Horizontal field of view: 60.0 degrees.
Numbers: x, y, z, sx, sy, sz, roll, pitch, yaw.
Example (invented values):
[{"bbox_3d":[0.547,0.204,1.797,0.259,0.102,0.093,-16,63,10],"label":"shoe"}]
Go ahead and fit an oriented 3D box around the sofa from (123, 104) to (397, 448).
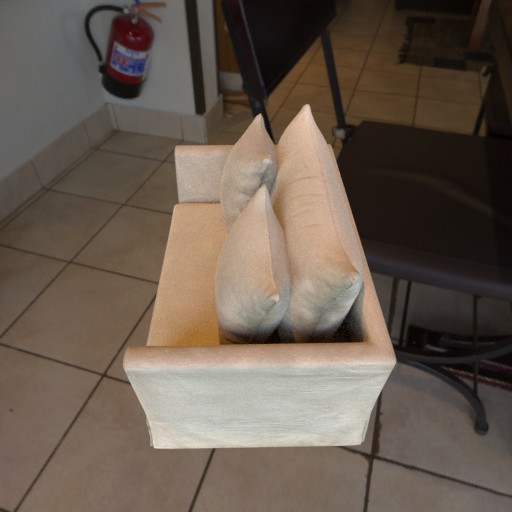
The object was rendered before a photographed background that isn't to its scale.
[{"bbox_3d":[0.000,0.000,2.279,1.035,1.040,1.608,-1,42,-1],"label":"sofa"}]
